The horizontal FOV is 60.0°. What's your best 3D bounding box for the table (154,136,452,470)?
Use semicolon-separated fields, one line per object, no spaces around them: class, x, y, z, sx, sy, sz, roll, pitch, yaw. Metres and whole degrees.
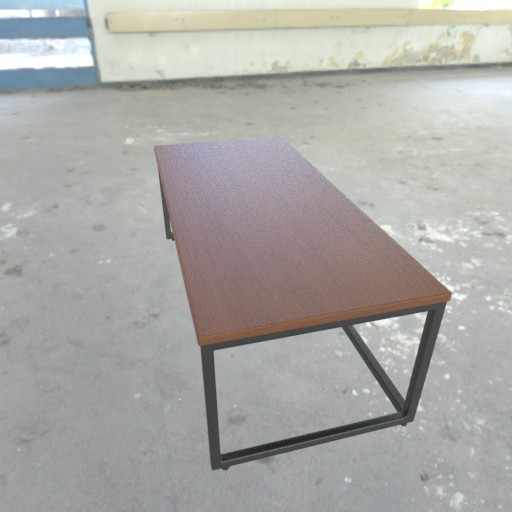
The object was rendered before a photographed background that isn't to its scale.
table;0.000;0.000;1.367;0.500;0.400;1.100;-8;32;-13
